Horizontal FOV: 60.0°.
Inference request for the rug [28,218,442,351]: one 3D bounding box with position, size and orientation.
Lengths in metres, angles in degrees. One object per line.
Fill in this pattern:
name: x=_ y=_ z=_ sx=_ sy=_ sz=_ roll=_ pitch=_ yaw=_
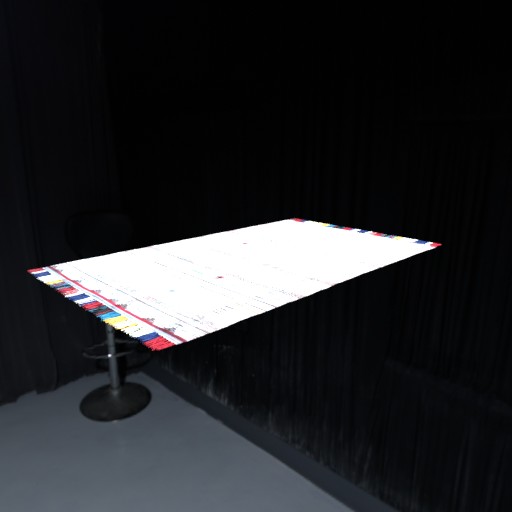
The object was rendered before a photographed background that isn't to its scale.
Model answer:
rug: x=0.000 y=0.000 z=2.976 sx=2.465 sy=0.012 sz=1.465 roll=-14 pitch=21 yaw=-42
